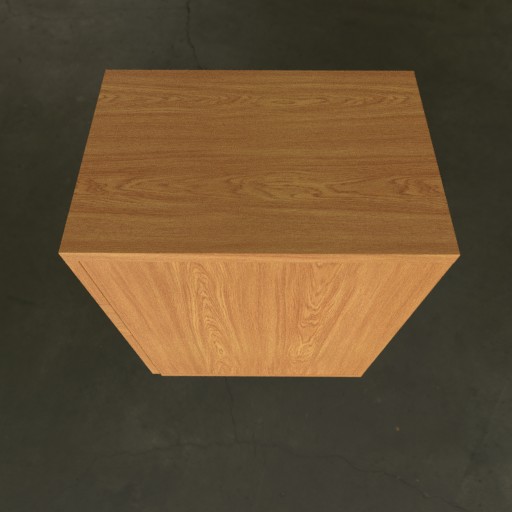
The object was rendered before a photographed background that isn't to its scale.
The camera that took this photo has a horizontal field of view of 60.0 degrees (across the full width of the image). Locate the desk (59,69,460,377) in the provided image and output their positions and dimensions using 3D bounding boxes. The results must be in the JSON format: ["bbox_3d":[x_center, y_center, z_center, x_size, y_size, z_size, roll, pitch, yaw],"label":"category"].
[{"bbox_3d":[0.000,0.000,1.065,0.600,0.730,0.404,0,61,0],"label":"desk"}]
